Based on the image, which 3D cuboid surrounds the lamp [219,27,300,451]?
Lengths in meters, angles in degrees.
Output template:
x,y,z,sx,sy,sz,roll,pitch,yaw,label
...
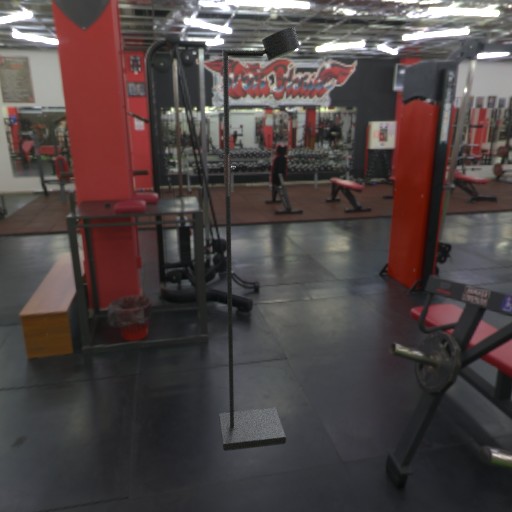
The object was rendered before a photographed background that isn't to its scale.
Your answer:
x,y,z,sx,sy,sz,roll,pitch,yaw,label
0.000,0.000,1.708,0.304,1.600,0.203,-3,17,-9,lamp
